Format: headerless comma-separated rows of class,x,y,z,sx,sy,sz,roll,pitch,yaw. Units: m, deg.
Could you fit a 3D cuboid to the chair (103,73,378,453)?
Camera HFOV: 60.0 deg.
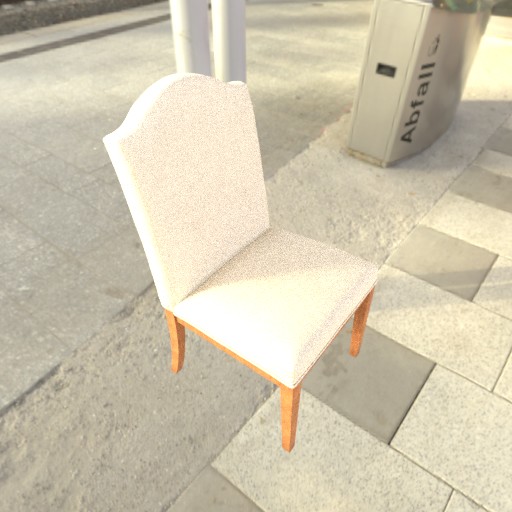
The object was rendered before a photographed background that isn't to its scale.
chair,0.000,0.000,1.417,0.648,1.012,0.534,25,46,27
